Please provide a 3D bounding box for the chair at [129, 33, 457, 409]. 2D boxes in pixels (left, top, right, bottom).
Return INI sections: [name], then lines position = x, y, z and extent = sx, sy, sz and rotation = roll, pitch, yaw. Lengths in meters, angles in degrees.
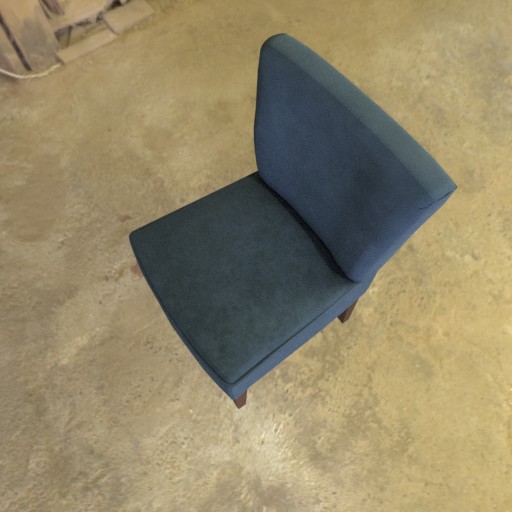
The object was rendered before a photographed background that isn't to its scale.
[chair]
position = 0.000, 0.000, 1.165
extent = 0.551, 0.806, 0.521
rotation = -32, 67, -15
